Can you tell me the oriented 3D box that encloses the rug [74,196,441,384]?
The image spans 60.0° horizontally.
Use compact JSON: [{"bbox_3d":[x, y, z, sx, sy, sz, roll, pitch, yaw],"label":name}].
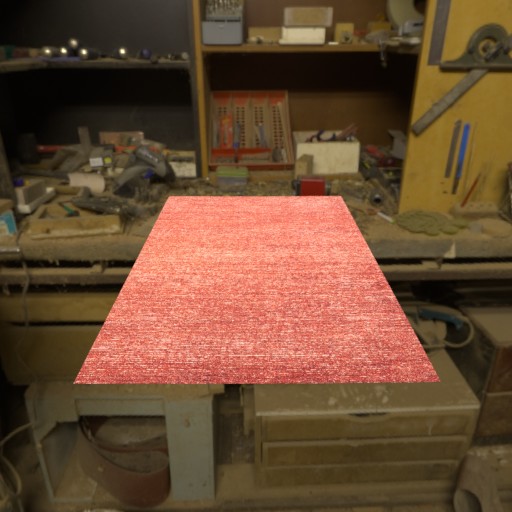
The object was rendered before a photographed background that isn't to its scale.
[{"bbox_3d":[0.000,0.000,2.152,1.139,0.011,1.747,0,27,0],"label":"rug"}]
